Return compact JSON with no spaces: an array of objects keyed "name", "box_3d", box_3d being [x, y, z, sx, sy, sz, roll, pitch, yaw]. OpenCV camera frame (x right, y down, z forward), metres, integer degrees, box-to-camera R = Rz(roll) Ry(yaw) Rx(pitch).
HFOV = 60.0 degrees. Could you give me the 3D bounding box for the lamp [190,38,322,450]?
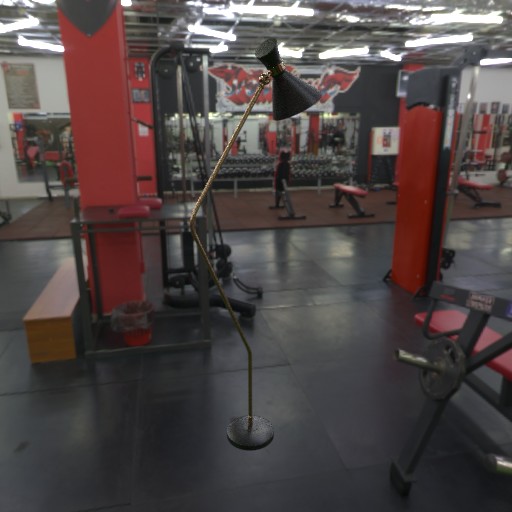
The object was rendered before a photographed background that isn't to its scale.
[{"name":"lamp","box_3d":[0.000,0.000,1.604,0.467,1.438,0.277,-2,16,-9]}]
